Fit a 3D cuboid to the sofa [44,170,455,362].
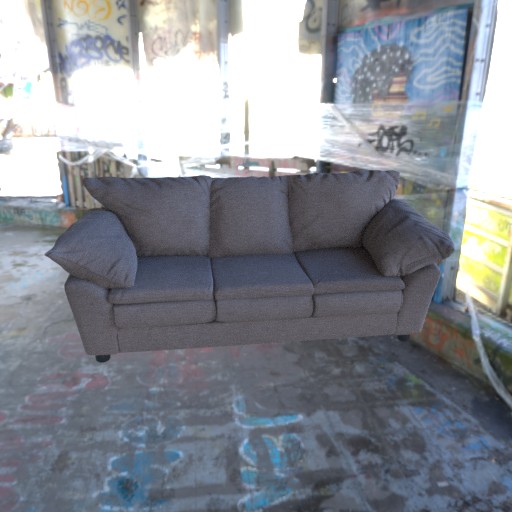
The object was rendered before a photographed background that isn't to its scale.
[{"bbox_3d":[0.000,0.000,2.965,2.390,1.043,0.927,-2,18,-7],"label":"sofa"}]
